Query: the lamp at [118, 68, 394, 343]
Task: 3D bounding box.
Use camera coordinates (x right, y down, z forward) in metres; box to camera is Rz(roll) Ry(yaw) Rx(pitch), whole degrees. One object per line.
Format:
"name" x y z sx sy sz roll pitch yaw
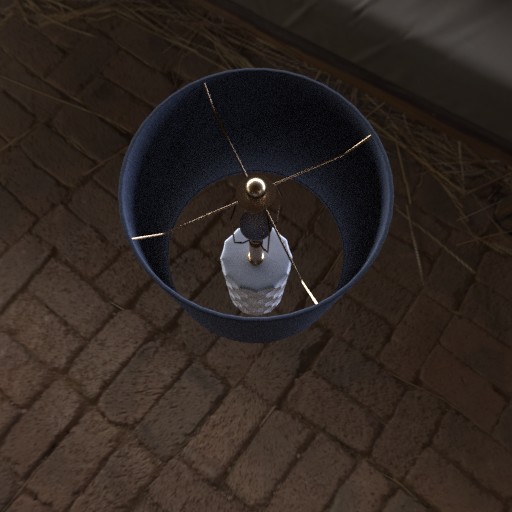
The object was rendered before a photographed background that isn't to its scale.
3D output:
"lamp" 0.000 0.000 0.704 0.277 0.537 0.277 13 75 4
